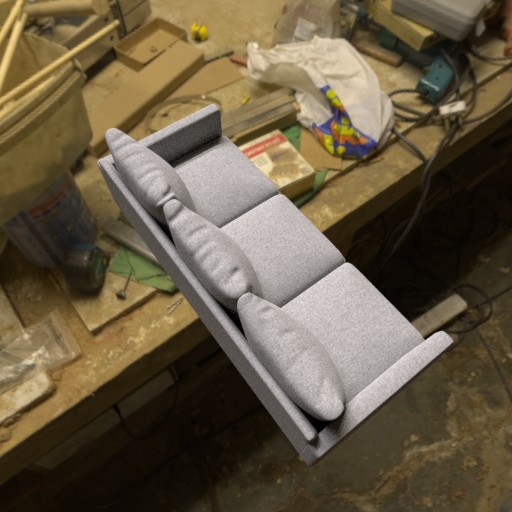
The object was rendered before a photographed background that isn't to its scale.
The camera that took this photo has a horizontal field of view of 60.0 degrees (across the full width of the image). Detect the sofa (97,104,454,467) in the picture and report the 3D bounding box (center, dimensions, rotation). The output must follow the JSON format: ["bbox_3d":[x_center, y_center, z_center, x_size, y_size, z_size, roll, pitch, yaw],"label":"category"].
[{"bbox_3d":[0.000,0.000,2.457,0.850,0.830,2.000,-33,65,-18],"label":"sofa"}]
